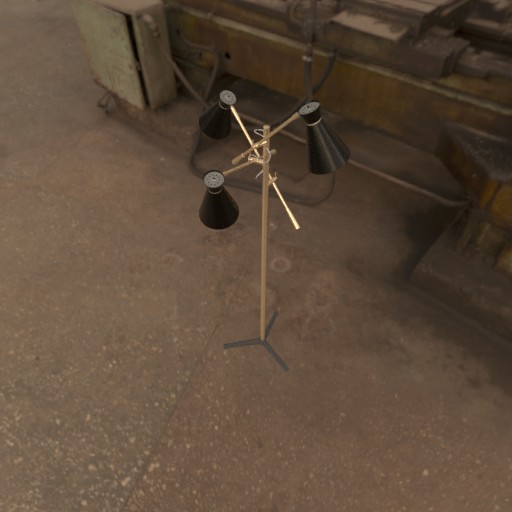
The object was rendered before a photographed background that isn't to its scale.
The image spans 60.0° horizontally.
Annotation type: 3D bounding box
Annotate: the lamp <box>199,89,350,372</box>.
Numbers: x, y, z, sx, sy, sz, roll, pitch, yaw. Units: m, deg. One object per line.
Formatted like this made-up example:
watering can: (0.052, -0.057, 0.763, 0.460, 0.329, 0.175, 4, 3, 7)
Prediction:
lamp: (0.000, 0.000, 2.164, 0.750, 1.804, 0.653, 17, 49, 15)
